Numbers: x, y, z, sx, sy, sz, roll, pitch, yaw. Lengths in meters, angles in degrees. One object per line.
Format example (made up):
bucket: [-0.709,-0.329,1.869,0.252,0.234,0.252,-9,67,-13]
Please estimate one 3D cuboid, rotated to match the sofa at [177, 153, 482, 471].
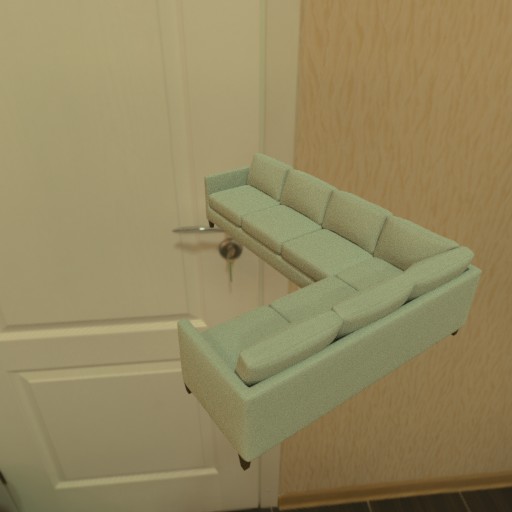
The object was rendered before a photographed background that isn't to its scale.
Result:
sofa: [0.000,0.000,4.484,2.522,0.934,3.333,-20,37,-29]
